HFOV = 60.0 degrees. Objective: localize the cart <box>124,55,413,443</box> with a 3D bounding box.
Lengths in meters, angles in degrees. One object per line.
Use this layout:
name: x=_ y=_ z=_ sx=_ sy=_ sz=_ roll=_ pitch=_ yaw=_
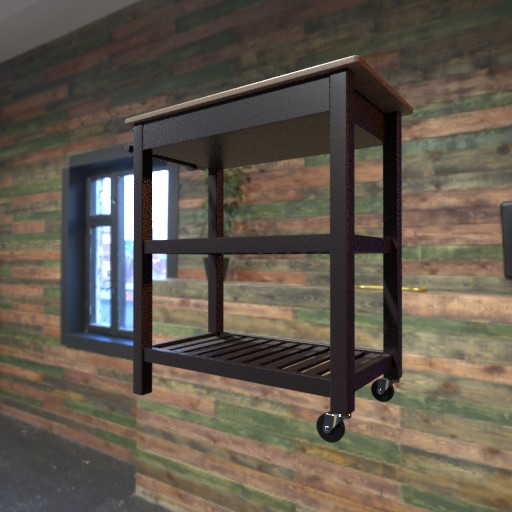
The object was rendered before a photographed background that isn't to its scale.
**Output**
cart: x=0.000 y=0.000 z=1.466 sx=0.899 sy=0.927 sz=0.457 roll=0 pitch=-1 yaw=35
